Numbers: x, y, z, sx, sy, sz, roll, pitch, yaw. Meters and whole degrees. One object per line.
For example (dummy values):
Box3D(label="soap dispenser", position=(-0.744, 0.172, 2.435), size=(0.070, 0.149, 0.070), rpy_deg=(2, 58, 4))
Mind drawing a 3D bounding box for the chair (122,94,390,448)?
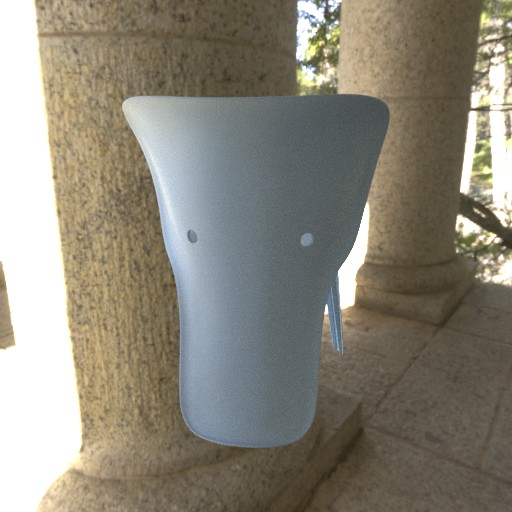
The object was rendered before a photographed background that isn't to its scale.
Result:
Box3D(label="chair", position=(0.000, 0.000, 0.843), size=(0.451, 0.554, 0.402), rpy_deg=(2, 16, 7))
